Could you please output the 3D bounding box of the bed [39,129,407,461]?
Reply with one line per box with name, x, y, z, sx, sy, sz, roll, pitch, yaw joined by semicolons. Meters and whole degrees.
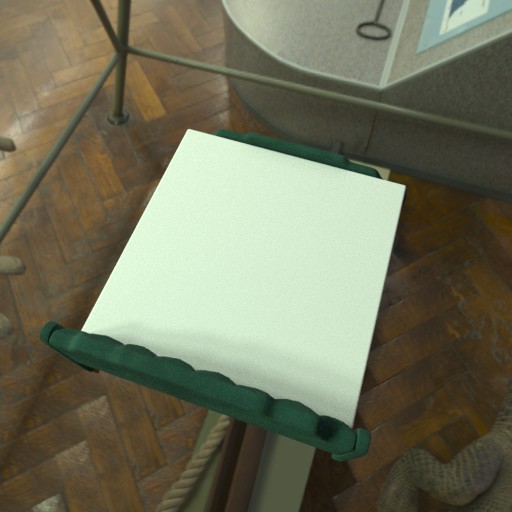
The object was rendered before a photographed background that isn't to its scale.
bed;0.000;0.000;3.439;2.074;1.245;2.340;17;64;8
